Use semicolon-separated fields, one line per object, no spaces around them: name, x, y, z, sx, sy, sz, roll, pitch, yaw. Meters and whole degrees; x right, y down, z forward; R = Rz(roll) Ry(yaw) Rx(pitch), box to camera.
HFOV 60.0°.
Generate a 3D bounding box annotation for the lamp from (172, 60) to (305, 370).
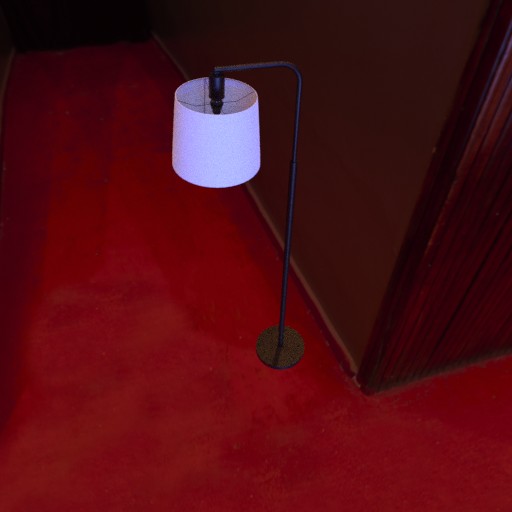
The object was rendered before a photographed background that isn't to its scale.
lamp;0.000;0.000;1.678;0.508;1.478;0.254;-16;49;-14
